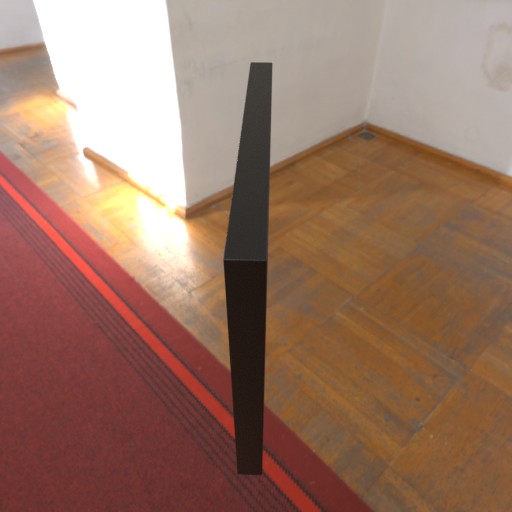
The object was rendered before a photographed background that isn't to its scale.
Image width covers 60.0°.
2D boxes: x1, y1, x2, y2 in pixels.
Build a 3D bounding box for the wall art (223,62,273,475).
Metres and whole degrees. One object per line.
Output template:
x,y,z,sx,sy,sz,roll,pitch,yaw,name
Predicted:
0.000,0.000,0.538,0.028,0.330,0.380,1,42,2,wall art
